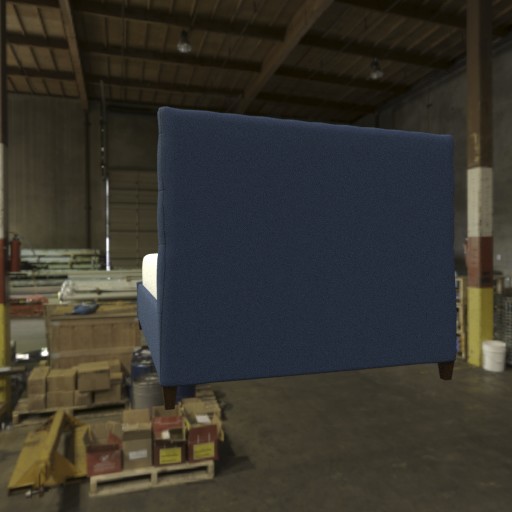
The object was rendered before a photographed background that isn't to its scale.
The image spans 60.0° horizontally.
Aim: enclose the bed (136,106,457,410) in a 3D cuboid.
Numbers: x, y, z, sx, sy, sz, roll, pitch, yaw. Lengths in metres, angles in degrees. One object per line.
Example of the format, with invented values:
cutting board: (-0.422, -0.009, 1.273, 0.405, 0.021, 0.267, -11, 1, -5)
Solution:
bed: (0.000, 0.000, 3.429, 1.706, 1.427, 2.387, 0, 0, -18)
